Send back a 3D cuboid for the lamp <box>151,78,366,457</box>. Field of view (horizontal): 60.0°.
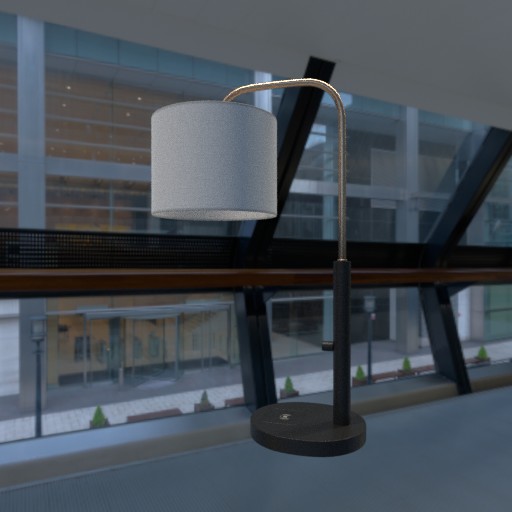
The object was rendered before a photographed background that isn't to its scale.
[{"bbox_3d":[0.000,0.000,0.696,0.337,0.540,0.199,0,0,17],"label":"lamp"}]
